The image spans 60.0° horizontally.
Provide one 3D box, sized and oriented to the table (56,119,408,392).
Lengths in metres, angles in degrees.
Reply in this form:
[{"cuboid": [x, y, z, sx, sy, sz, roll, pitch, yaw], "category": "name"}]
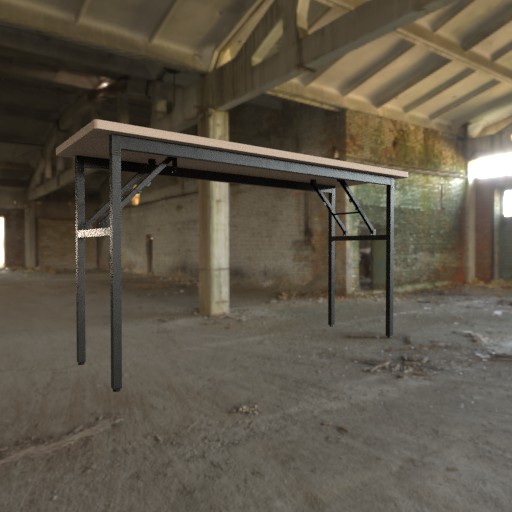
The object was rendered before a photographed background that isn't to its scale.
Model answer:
[{"cuboid": [0.000, 0.000, 1.777, 1.397, 0.750, 0.447, -1, 1, -37], "category": "table"}]
